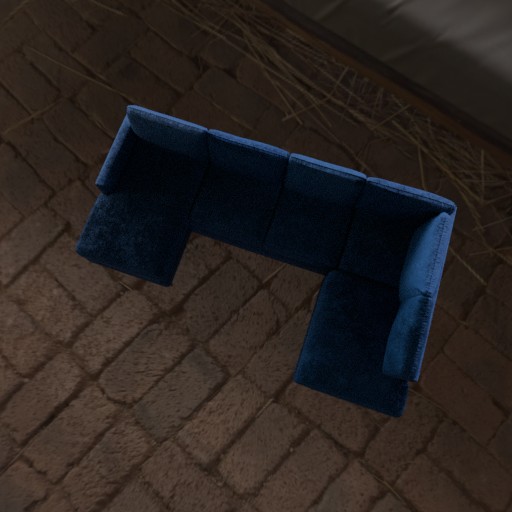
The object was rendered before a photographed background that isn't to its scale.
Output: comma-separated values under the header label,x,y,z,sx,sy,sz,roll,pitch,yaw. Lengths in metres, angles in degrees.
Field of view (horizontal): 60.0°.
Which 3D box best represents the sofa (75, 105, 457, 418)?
label,x,y,z,sx,sy,sz,roll,pitch,yaw
sofa,0.000,0.000,4.347,3.434,0.992,2.055,18,76,5
